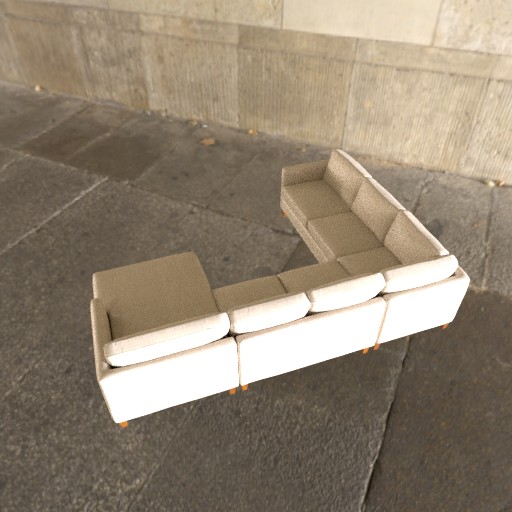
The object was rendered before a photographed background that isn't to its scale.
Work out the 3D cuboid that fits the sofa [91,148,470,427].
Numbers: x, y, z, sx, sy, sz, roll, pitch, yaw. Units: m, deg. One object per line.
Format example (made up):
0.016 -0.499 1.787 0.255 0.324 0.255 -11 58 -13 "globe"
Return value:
0.000 0.000 4.838 3.460 0.961 2.594 -13 42 -15 "sofa"
